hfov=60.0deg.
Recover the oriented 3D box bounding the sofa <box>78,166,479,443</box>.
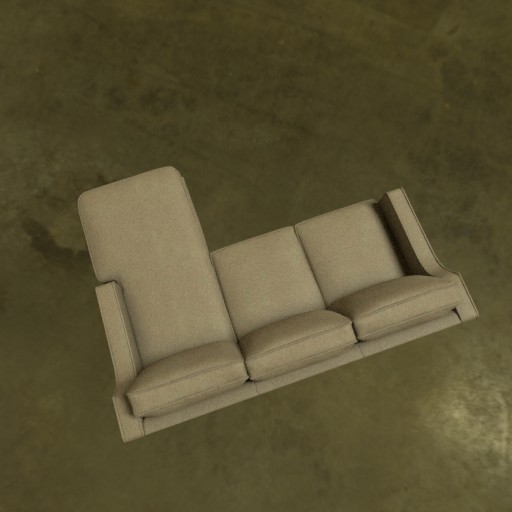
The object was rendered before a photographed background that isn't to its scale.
[{"bbox_3d":[0.000,0.000,3.236,2.317,1.081,1.858,-18,75,-5],"label":"sofa"}]
